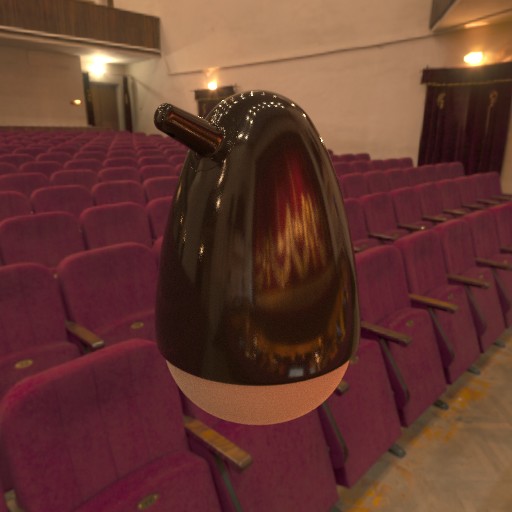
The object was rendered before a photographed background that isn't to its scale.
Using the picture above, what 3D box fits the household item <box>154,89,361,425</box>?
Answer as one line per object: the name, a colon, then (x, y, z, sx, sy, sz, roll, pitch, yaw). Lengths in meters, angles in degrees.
household item: (0.000, 0.000, 0.215, 0.102, 0.152, 0.104, 15, 21, 42)
